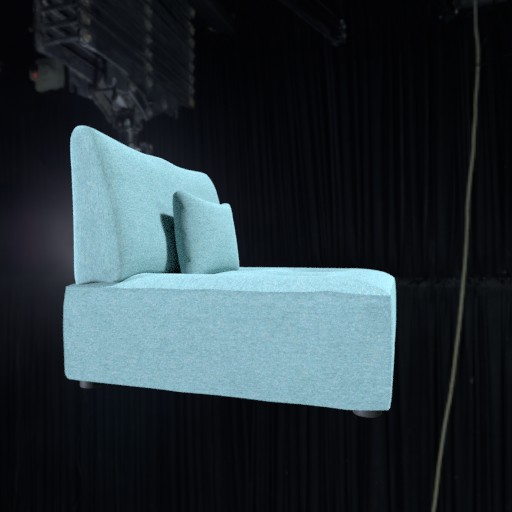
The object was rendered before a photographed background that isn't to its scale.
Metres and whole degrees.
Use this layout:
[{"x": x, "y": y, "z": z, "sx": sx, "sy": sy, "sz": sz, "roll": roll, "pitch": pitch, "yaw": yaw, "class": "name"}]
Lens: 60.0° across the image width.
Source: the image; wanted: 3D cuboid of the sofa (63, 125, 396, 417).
[{"x": 0.000, "y": 0.000, "z": 1.671, "sx": 1.000, "sy": 0.820, "sz": 0.930, "roll": 0, "pitch": 0, "yaw": 18, "class": "sofa"}]
